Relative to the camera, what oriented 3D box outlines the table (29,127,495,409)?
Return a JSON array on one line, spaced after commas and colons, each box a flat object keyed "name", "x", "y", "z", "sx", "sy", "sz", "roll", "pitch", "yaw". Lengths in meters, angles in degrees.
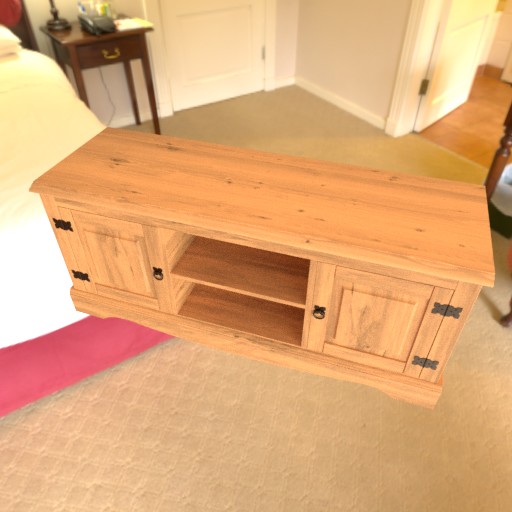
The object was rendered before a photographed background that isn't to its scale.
[{"name": "table", "x": 0.000, "y": 0.000, "z": 1.389, "sx": 1.200, "sy": 0.510, "sz": 0.400, "roll": 12, "pitch": 42, "yaw": 14}]
